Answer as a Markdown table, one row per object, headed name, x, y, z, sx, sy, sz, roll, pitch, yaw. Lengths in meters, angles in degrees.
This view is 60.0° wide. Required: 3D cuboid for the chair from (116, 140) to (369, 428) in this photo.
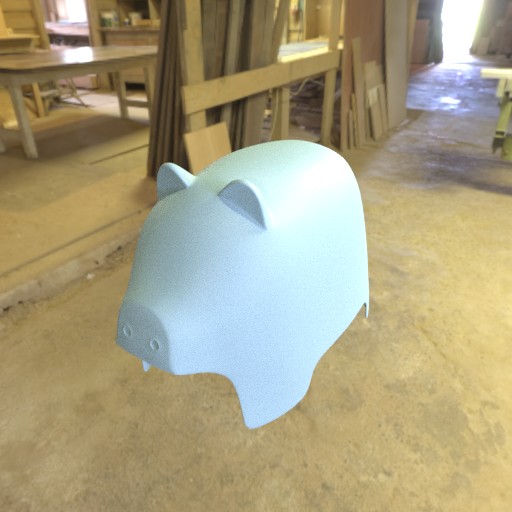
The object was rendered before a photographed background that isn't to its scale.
| name | x | y | z | sx | sy | sz | roll | pitch | yaw |
| --- | --- | --- | --- | --- | --- | --- | --- | --- | --- |
| chair | 0.000 | 0.000 | 0.867 | 0.364 | 0.423 | 0.619 | 18 | 34 | 29 |
